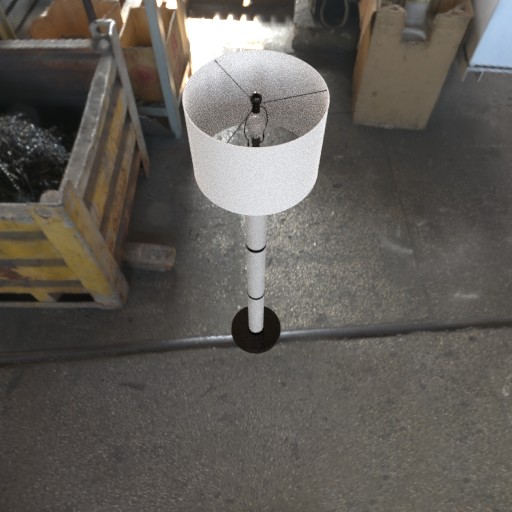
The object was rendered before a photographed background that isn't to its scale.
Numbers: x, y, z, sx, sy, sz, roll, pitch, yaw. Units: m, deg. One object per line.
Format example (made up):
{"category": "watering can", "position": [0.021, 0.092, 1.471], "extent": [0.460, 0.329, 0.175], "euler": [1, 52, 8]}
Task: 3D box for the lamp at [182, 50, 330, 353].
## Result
{"category": "lamp", "position": [0.000, 0.000, 1.809], "extent": [0.377, 1.599, 0.377], "euler": [-33, 64, -18]}
